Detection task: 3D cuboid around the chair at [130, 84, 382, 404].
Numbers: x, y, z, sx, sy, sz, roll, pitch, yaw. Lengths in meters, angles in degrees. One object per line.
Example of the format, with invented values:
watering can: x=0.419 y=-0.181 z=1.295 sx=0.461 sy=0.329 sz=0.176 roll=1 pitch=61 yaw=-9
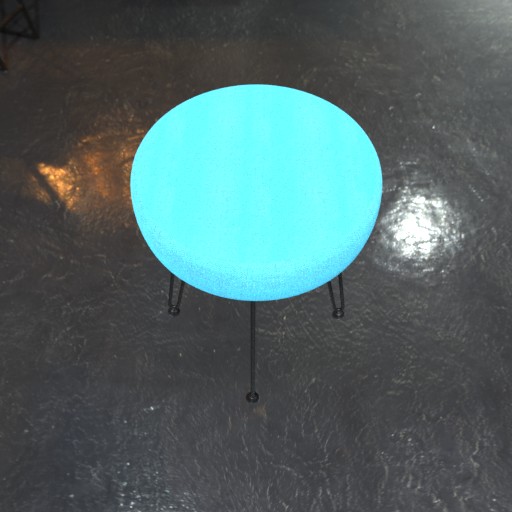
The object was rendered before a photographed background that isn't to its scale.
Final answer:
chair: x=0.000 y=0.000 z=0.696 sx=0.350 sy=0.440 sz=0.350 roll=1 pitch=58 yaw=1
